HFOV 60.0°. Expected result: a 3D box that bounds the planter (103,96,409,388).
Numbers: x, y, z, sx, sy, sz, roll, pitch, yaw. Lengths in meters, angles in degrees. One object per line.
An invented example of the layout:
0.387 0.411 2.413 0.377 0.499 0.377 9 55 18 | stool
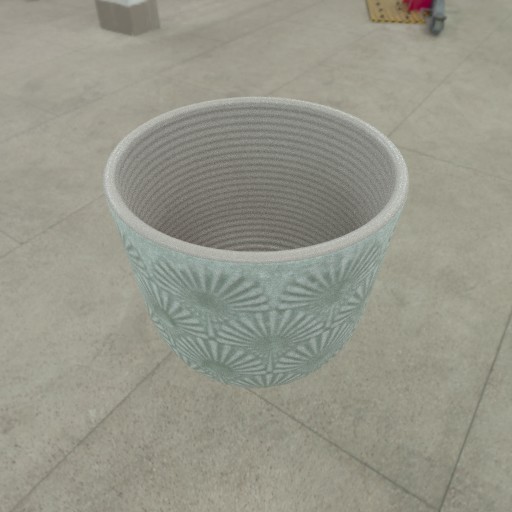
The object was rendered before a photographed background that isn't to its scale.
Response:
0.000 0.000 0.303 0.170 0.152 0.170 0 43 0 | planter
